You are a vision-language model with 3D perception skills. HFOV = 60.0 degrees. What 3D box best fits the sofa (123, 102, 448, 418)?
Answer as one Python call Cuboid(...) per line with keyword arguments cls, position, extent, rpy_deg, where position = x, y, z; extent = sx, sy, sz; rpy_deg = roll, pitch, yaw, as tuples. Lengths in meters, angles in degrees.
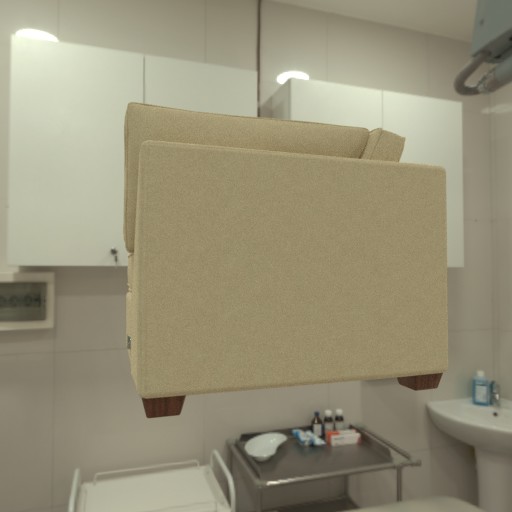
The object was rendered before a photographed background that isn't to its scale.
Cuboid(cls="sofa", position=(0.000, 0.000, 1.961), extent=(1.146, 1.002, 1.084), rpy_deg=(1, -2, -18))
